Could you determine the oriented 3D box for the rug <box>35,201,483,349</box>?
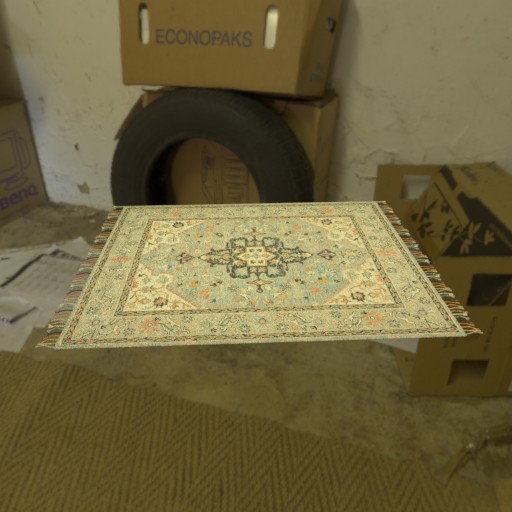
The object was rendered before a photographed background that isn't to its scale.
[{"bbox_3d":[0.000,0.000,3.444,2.651,0.010,1.971,-1,31,-2],"label":"rug"}]
